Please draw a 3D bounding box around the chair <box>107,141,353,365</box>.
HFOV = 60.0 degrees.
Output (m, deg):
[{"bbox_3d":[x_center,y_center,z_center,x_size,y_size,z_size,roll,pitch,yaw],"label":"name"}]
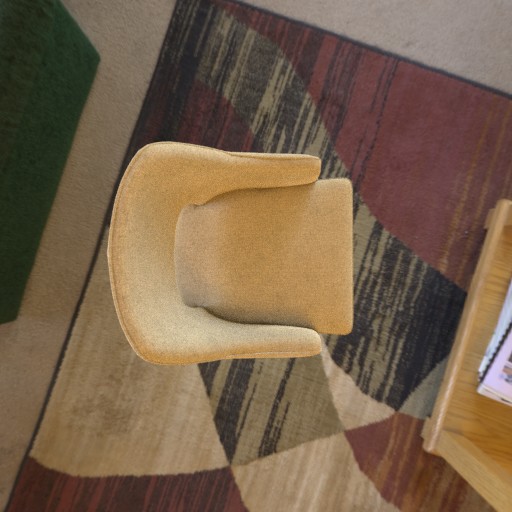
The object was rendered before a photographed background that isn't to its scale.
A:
[{"bbox_3d":[0.000,0.000,1.282,0.605,0.849,0.548,0,89,-1],"label":"chair"}]
